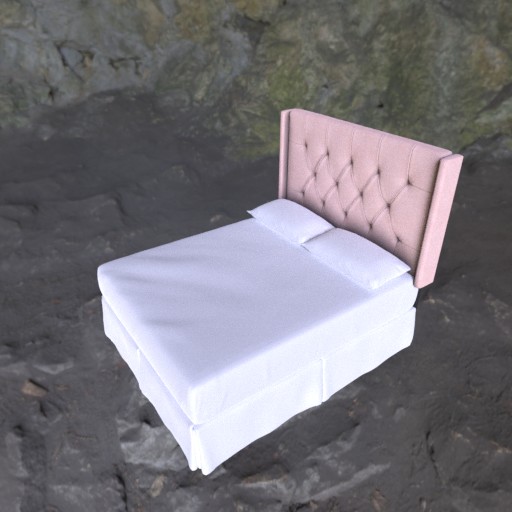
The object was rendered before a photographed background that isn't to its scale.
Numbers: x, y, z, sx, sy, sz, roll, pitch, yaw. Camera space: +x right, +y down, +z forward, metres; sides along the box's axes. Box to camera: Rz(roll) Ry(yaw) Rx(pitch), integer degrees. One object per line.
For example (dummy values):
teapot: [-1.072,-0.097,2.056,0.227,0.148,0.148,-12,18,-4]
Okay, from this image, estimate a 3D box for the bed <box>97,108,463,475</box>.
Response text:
bed: [0.000,0.000,3.350,2.066,1.665,1.719,-20,36,-30]
